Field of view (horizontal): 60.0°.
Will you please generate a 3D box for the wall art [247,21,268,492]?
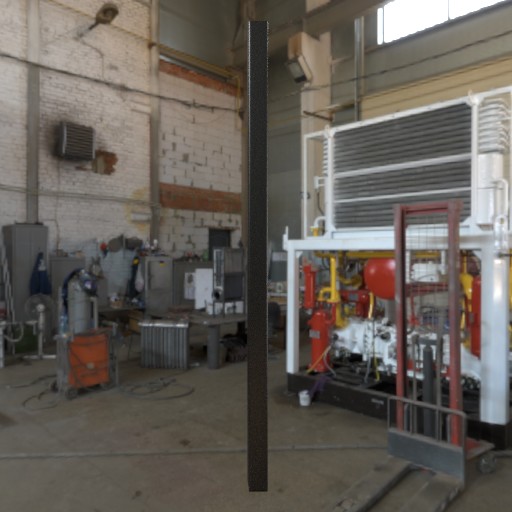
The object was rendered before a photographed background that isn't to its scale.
[{"bbox_3d":[0.000,0.000,1.596,0.053,1.194,0.950,0,0,0],"label":"wall art"}]
